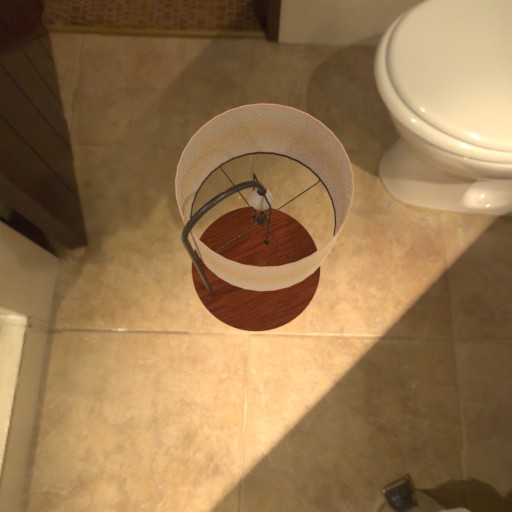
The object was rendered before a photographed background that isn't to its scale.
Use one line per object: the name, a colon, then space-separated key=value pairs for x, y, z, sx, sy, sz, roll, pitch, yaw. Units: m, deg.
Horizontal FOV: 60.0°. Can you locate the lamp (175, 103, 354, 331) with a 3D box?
lamp: x=0.000 y=0.000 z=1.807 sx=0.573 sy=1.517 sz=0.573 roll=0 pitch=75 yaw=0
